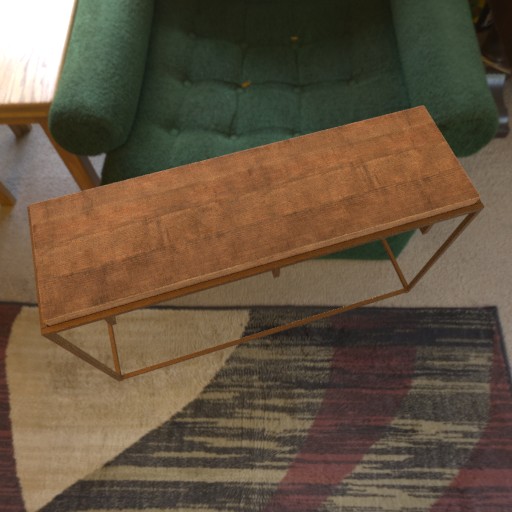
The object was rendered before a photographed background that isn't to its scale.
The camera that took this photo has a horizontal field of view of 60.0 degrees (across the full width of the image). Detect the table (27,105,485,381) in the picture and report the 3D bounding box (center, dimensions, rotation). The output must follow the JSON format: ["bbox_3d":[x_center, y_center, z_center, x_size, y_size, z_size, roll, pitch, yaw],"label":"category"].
[{"bbox_3d":[0.000,0.000,1.758,1.400,0.820,0.440,-16,66,-7],"label":"table"}]
